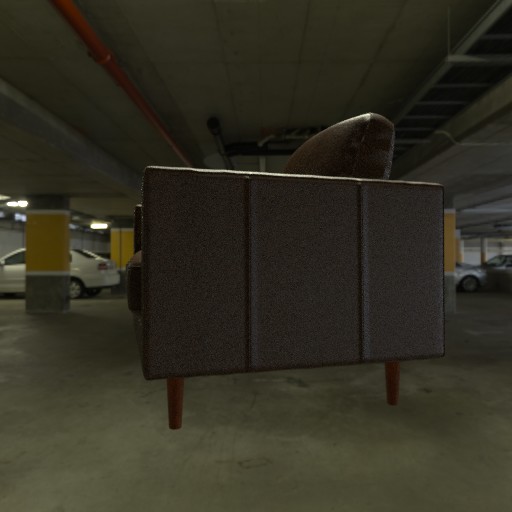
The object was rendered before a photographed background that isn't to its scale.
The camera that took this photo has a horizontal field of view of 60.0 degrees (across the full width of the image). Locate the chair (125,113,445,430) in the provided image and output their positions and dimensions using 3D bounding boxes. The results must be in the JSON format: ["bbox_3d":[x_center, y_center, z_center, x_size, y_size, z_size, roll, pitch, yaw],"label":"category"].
[{"bbox_3d":[0.000,0.000,1.609,0.909,0.956,0.890,0,-1,-17],"label":"chair"}]
